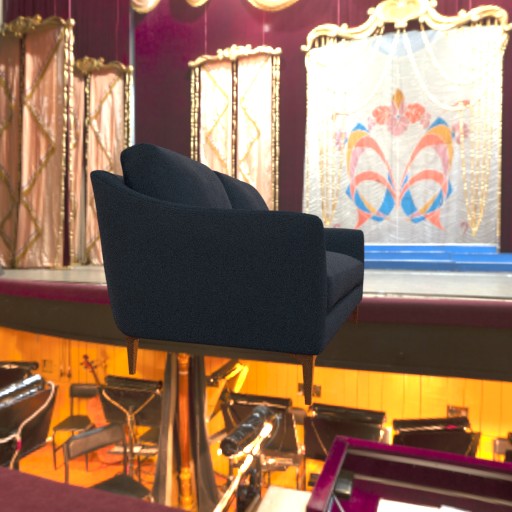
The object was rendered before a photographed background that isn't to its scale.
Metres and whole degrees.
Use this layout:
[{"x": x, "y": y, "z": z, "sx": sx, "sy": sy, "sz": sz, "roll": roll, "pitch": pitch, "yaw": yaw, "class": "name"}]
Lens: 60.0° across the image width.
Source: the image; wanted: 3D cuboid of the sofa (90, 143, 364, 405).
[{"x": 0.000, "y": 0.000, "z": 2.227, "sx": 0.960, "sy": 0.902, "sz": 1.619, "roll": 0, "pitch": 1, "yaw": 18, "class": "sofa"}]
